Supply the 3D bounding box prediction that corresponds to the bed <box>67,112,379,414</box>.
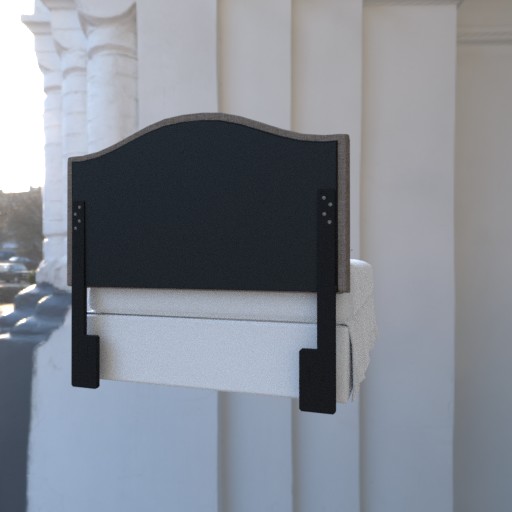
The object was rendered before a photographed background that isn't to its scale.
[{"bbox_3d":[0.000,0.000,3.351,1.713,1.518,2.153,0,0,18],"label":"bed"}]
